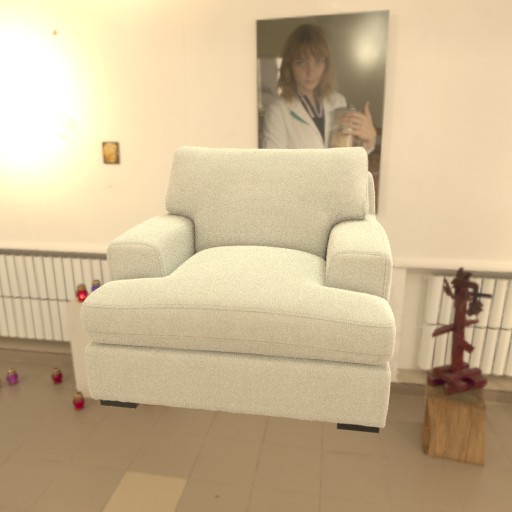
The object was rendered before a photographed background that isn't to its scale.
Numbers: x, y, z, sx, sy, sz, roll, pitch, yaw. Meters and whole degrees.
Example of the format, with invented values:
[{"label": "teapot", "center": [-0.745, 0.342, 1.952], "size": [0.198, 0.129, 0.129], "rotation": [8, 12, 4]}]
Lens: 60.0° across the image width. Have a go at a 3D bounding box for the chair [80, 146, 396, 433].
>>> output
[{"label": "chair", "center": [0.000, 0.000, 1.977], "size": [1.140, 0.930, 1.158], "rotation": [2, 16, 9]}]
